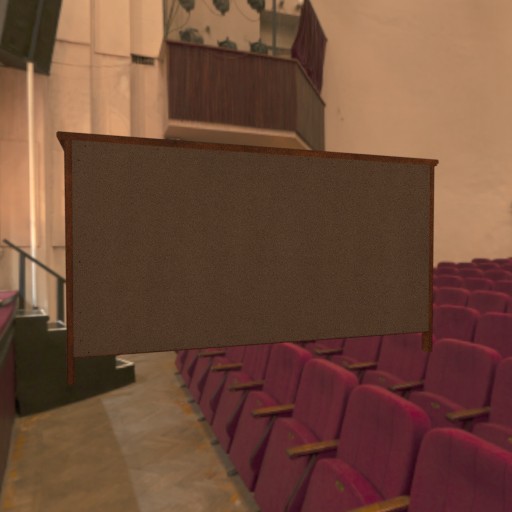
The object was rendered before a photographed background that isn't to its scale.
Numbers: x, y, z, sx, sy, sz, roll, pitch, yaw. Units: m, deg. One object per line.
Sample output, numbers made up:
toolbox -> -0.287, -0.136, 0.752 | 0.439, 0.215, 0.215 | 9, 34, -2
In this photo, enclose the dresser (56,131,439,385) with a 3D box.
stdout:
dresser -> 0.000, 0.000, 1.945 | 1.551, 0.856, 0.463 | 0, 1, -18
